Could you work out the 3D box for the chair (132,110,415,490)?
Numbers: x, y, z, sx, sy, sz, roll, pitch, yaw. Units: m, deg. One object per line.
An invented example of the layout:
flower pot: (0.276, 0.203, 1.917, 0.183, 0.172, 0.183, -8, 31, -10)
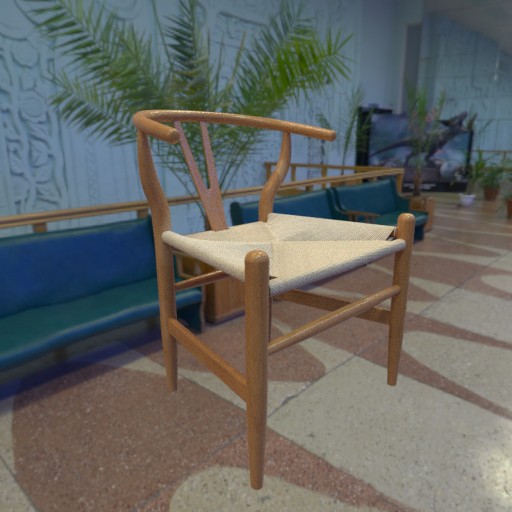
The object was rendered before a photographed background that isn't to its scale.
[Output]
chair: (0.000, 0.000, 1.137, 0.569, 0.730, 0.579, -15, 21, -43)
